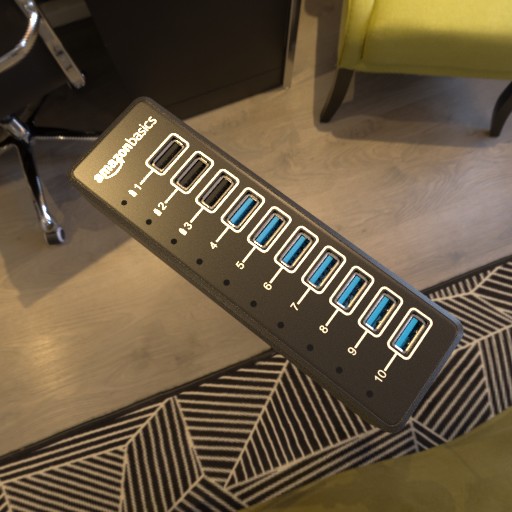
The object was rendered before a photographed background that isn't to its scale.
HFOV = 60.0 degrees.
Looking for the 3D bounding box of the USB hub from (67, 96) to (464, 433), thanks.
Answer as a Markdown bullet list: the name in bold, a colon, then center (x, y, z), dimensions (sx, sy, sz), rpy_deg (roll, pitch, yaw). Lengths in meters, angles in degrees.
- **USB hub**: center (0.000, 0.000, 0.164), dimensions (0.145, 0.023, 0.044), rpy_deg (37, 78, 9)
